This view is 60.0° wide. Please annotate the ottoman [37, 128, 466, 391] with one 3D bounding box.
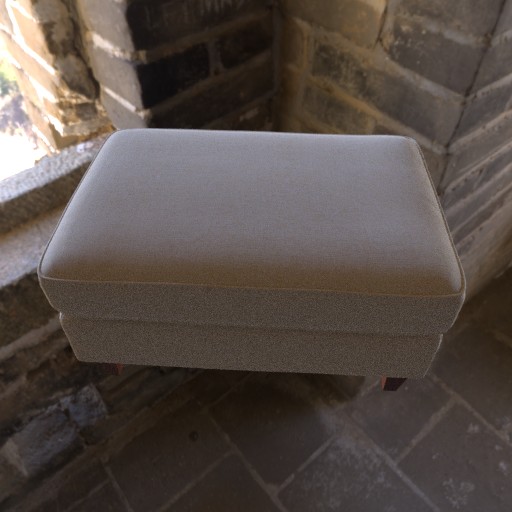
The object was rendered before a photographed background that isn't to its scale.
[{"bbox_3d":[0.000,0.000,1.183,0.862,0.484,0.583,3,46,2],"label":"ottoman"}]
